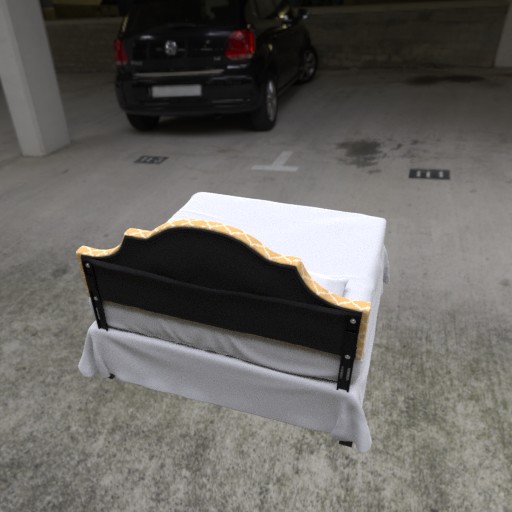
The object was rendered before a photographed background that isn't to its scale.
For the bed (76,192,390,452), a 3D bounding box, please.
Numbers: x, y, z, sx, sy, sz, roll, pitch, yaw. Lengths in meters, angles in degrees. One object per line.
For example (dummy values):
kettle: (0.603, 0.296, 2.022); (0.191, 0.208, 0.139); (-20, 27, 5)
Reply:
bed: (0.000, 0.000, 3.746); (2.314, 1.601, 2.222); (10, 34, 16)
